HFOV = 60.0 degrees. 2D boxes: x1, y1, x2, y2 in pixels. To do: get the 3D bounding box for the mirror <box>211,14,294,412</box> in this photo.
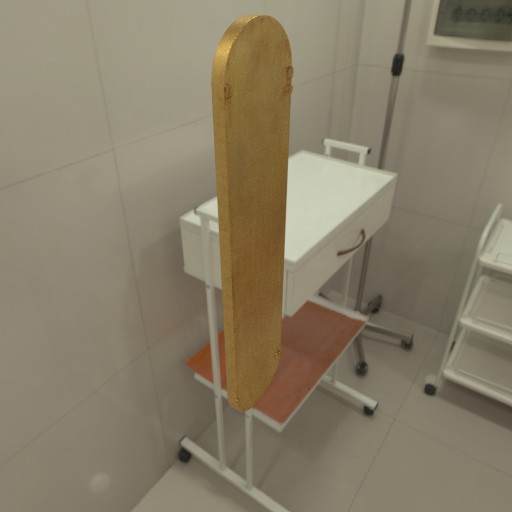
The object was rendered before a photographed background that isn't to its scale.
[{"bbox_3d":[0.000,0.000,1.033,0.032,0.991,0.222,20,38,29],"label":"mirror"}]
